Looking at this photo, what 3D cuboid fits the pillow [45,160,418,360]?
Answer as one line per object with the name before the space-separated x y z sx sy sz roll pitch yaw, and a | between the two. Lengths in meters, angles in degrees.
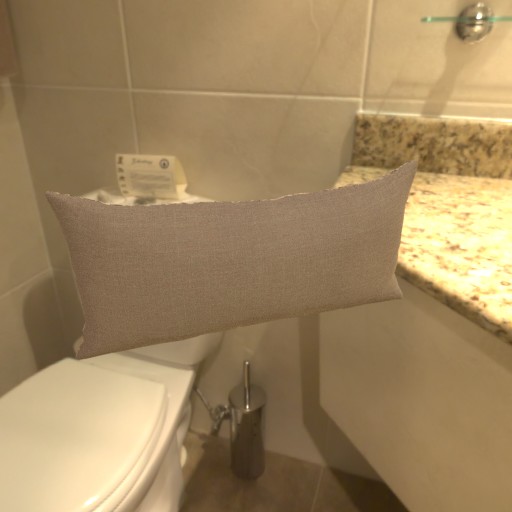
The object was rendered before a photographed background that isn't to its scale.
pillow | 0.000 0.000 0.763 0.631 0.290 0.148 -8 27 -16
